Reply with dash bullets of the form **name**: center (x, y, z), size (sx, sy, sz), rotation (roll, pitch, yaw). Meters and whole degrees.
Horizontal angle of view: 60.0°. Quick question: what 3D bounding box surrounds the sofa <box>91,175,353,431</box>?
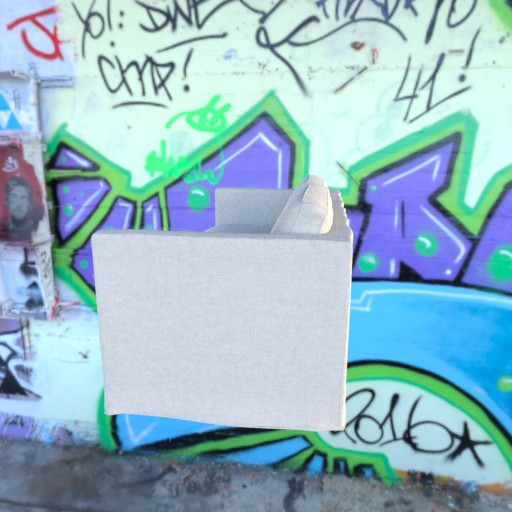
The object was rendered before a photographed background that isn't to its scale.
- **sofa**: center (0.000, 0.000, 2.492), size (0.962, 0.835, 1.959), rotation (2, 14, 9)
